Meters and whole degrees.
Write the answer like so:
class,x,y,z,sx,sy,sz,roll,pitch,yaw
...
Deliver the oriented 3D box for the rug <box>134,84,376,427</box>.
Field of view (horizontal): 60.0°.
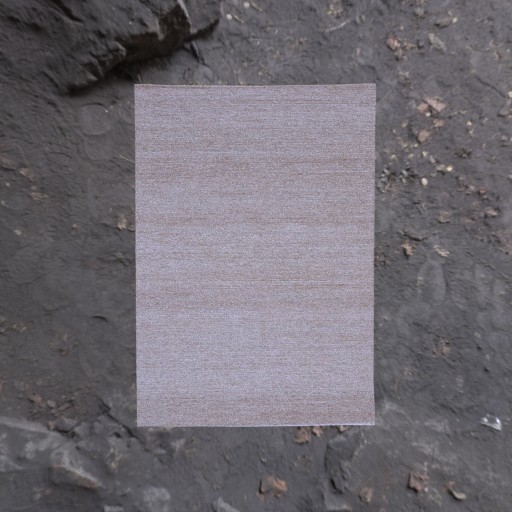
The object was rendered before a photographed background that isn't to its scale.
class,x,y,z,sx,sy,sz,roll,pitch,yaw
rug,0.000,0.000,2.940,1.596,0.030,2.283,0,91,-1
